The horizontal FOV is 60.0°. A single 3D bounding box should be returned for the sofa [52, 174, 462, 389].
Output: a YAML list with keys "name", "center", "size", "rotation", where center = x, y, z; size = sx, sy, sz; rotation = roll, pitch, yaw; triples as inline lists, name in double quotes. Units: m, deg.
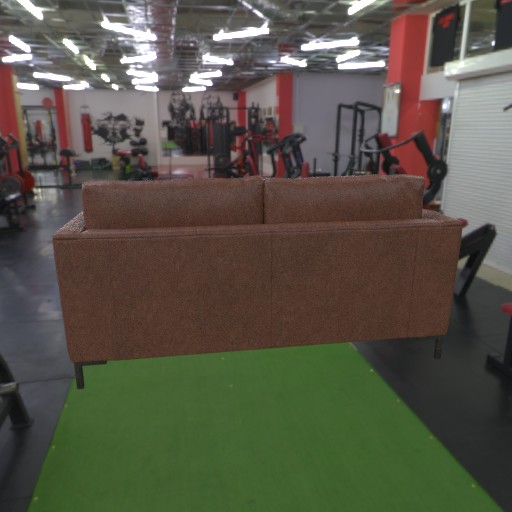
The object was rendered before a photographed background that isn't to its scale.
- name: "sofa"
  center: [0.000, 0.000, 2.334]
  size: [1.797, 0.883, 0.899]
  rotation: [-3, 16, -9]
